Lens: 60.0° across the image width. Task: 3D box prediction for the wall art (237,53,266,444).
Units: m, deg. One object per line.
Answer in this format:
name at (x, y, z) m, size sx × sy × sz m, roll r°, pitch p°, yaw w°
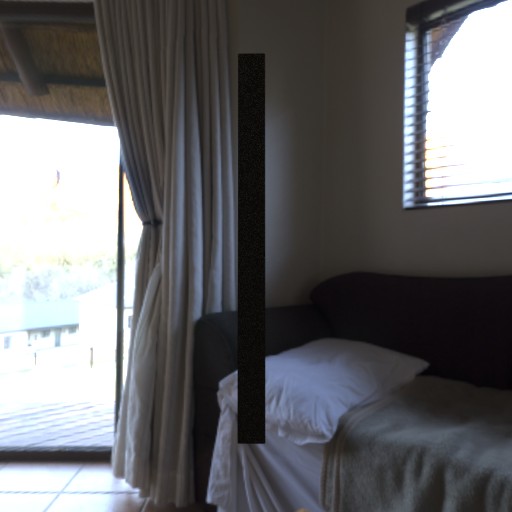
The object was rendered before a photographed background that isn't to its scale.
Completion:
wall art at (0.000, 0.000, 0.563) m, size 0.021 × 0.301 × 0.443 m, roll 0°, pitch -2°, yaw 1°
